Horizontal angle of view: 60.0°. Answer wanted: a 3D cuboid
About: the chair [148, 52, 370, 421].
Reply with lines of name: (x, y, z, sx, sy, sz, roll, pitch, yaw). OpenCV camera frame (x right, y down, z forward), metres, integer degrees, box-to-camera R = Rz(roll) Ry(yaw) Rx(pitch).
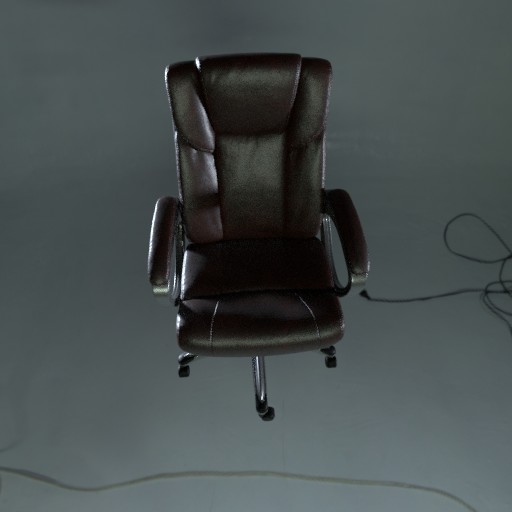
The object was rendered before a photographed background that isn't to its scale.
chair: (0.000, 0.000, 1.524, 0.656, 1.128, 0.692, -3, 47, -3)
